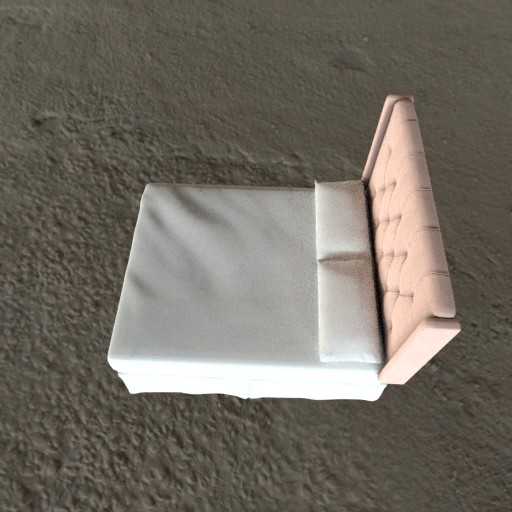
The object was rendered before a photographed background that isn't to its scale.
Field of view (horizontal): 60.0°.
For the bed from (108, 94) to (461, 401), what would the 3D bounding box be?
[{"bbox_3d":[0.000,0.000,3.290,2.066,1.665,1.719,2,59,1],"label":"bed"}]
